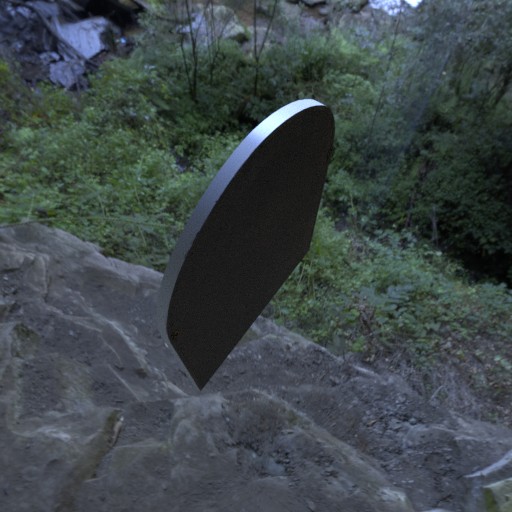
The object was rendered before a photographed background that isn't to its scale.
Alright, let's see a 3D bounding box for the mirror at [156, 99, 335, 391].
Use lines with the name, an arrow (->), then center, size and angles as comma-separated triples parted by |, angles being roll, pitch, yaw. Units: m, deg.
mirror -> 0.000, 0.000, 1.194 | 0.032, 0.920, 0.660 | 33, 68, 16
